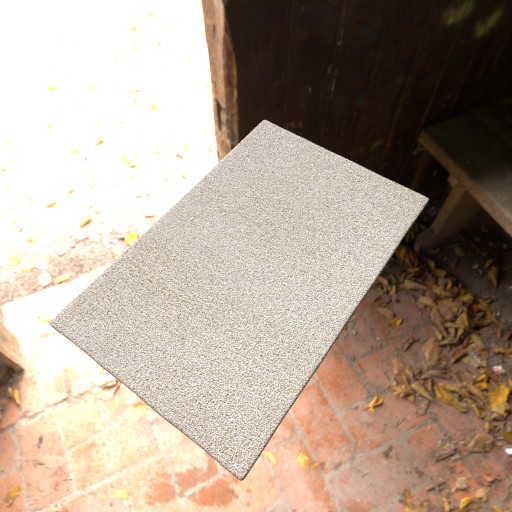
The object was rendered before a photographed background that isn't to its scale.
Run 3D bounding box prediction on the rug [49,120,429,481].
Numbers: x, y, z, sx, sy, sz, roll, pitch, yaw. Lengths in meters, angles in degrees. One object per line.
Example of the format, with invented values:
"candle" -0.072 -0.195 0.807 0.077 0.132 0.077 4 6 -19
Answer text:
"rug" 0.000 0.000 3.566 1.778 0.030 2.743 31 62 19
